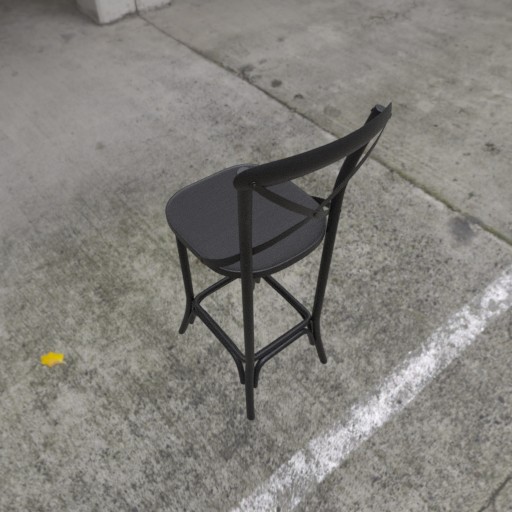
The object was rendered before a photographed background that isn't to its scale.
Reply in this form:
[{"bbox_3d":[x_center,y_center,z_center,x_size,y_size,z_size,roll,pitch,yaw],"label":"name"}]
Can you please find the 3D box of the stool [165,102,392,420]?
[{"bbox_3d":[0.000,0.000,1.459,0.457,1.168,0.584,-30,54,-25],"label":"stool"}]
